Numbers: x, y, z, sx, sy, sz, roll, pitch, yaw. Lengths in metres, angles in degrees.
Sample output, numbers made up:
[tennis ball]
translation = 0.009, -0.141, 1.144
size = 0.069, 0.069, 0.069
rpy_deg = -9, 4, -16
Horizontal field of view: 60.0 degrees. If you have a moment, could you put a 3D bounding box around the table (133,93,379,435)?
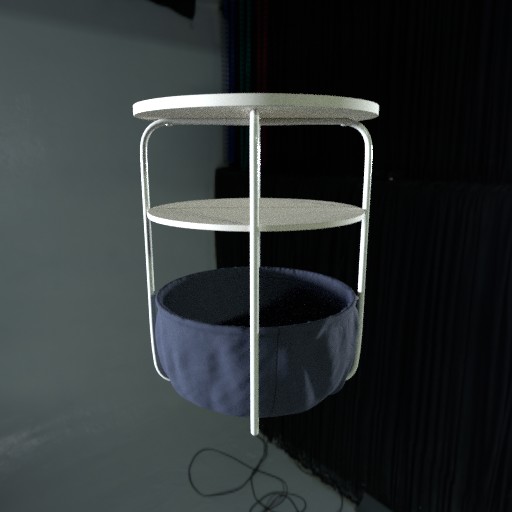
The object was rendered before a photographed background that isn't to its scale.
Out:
[table]
translation = 0.000, 0.000, 0.841
size = 0.418, 0.532, 0.418
rpy_deg = -12, 18, -43
